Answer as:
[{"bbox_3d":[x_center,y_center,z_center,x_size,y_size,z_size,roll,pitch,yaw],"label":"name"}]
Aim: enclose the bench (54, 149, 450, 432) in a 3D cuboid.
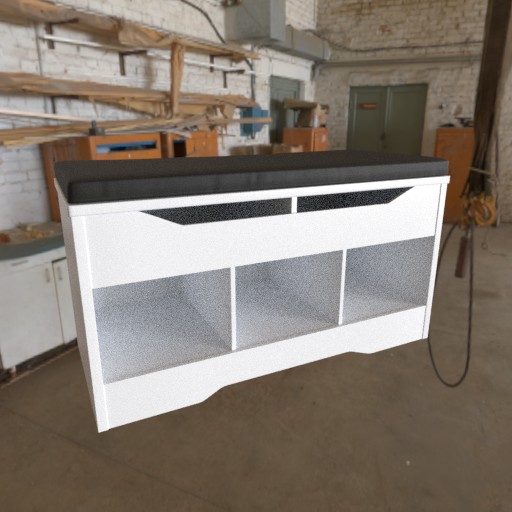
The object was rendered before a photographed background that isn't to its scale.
[{"bbox_3d":[0.000,0.000,1.158,0.899,0.500,0.401,-8,19,-25],"label":"bench"}]
